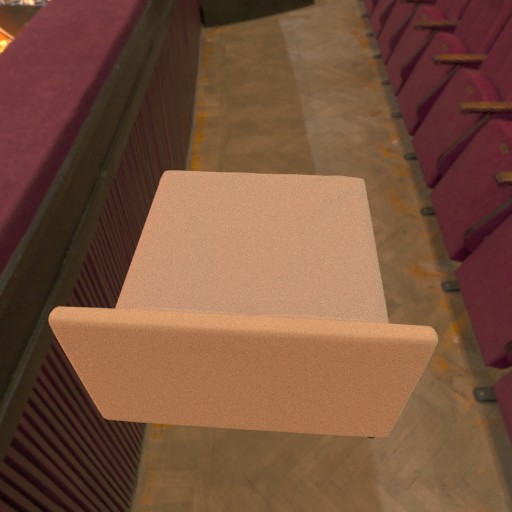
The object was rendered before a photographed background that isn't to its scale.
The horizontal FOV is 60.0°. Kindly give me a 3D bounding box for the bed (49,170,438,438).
[{"bbox_3d":[0.000,0.000,3.528,2.119,1.317,2.341,3,46,3],"label":"bed"}]
